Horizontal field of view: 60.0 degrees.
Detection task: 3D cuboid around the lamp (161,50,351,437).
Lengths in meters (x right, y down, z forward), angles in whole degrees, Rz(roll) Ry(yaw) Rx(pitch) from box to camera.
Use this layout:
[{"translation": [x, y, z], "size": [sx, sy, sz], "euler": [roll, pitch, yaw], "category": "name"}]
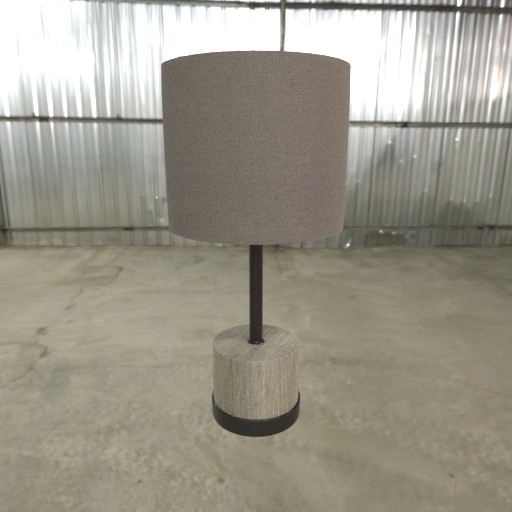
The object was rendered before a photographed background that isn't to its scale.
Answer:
[{"translation": [0.000, 0.000, 0.598], "size": [0.229, 0.470, 0.229], "euler": [7, 16, 25], "category": "lamp"}]
